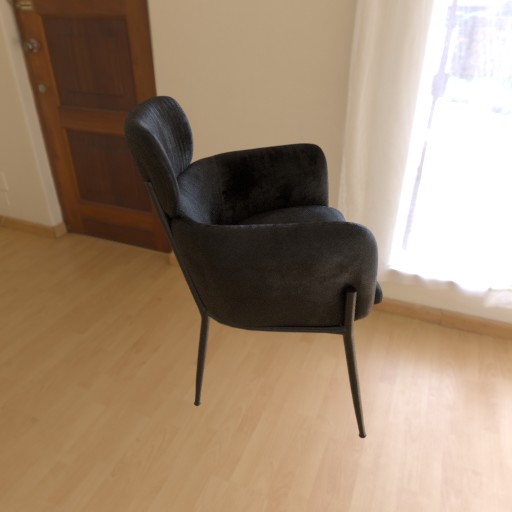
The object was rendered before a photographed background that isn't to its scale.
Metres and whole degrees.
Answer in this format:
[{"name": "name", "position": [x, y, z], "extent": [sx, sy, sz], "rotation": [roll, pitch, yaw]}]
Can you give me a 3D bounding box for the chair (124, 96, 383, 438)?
[{"name": "chair", "position": [0.000, 0.000, 1.260], "extent": [0.604, 0.818, 0.640], "rotation": [-1, 30, -3]}]
